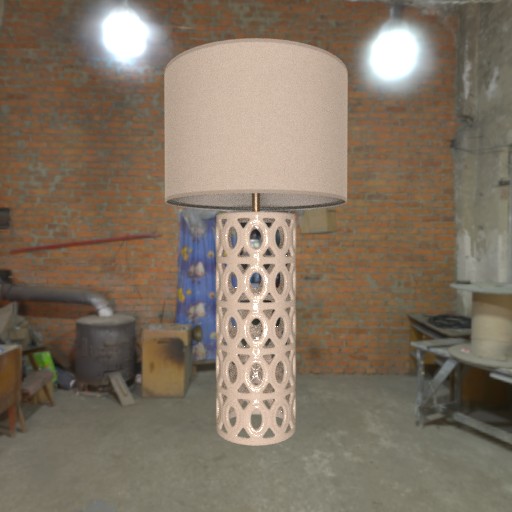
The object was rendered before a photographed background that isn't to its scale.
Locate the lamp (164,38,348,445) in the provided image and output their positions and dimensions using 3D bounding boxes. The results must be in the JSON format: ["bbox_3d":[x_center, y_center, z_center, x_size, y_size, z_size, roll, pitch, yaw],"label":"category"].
[{"bbox_3d":[0.000,0.000,0.810,0.324,0.636,0.325,-1,2,-37],"label":"lamp"}]
